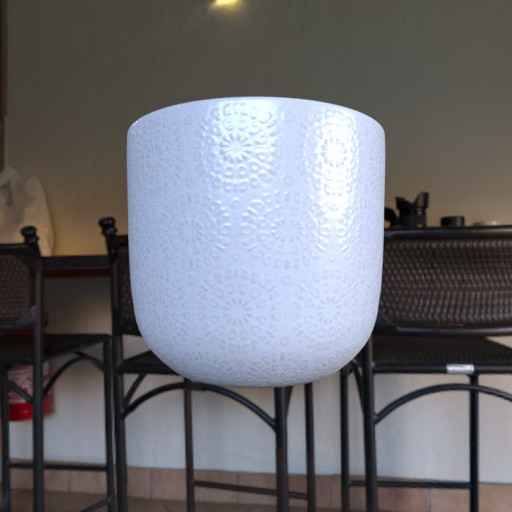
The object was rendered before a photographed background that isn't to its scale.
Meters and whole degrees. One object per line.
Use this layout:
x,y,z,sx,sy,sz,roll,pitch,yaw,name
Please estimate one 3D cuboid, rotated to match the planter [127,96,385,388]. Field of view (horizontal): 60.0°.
0.000,0.000,0.370,0.208,0.190,0.208,0,-1,0,planter
